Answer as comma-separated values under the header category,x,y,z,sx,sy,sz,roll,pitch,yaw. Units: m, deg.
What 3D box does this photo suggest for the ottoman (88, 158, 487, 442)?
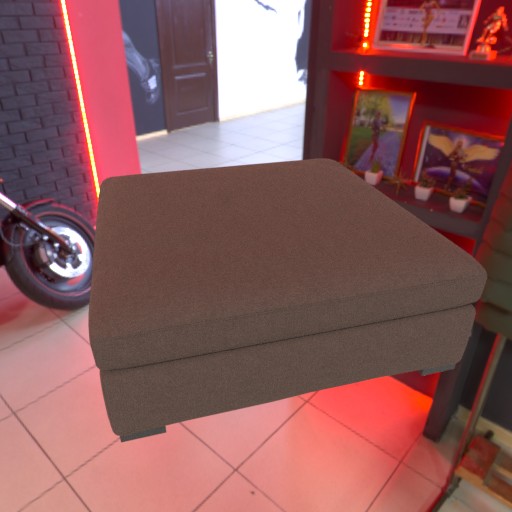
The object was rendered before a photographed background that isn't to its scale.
category,x,y,z,sx,sy,sz,roll,pitch,yaw
ottoman,0.000,0.000,1.774,1.181,0.470,1.181,-8,30,-13
